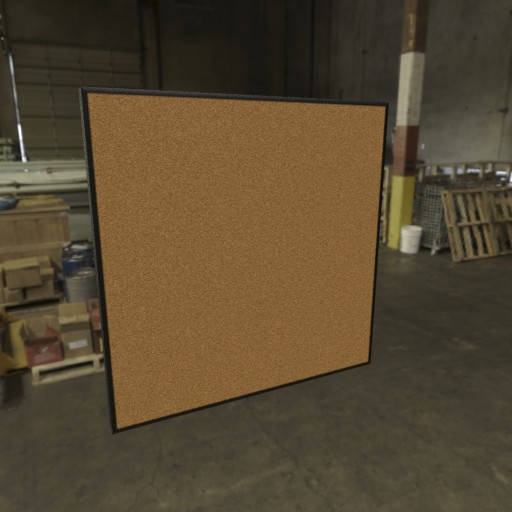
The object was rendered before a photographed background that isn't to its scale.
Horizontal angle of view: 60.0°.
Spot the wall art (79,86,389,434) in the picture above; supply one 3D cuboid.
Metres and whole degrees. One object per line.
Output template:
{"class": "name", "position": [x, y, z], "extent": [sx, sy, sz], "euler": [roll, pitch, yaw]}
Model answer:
{"class": "wall art", "position": [0.000, 0.000, 1.126], "extent": [0.769, 0.766, 0.042], "euler": [-7, 16, -25]}
